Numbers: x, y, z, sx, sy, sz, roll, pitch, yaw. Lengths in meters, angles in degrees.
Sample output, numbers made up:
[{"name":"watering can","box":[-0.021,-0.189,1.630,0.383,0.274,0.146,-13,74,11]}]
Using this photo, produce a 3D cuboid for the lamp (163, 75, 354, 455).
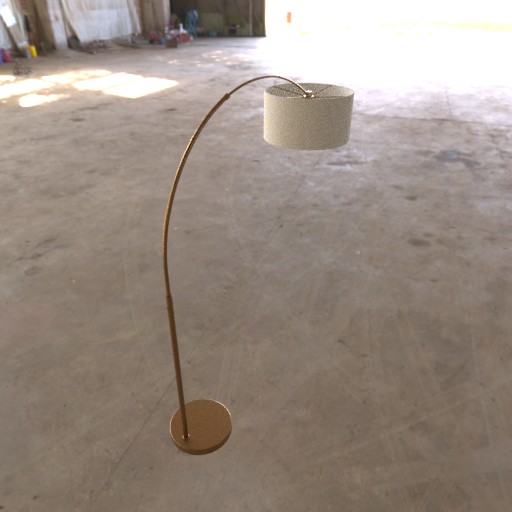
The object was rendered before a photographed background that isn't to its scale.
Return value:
[{"name":"lamp","box":[0.000,0.000,2.552,0.493,1.927,1.434,22,37,32]}]
